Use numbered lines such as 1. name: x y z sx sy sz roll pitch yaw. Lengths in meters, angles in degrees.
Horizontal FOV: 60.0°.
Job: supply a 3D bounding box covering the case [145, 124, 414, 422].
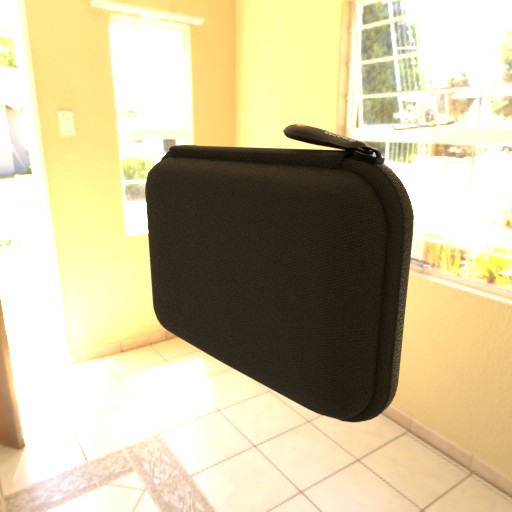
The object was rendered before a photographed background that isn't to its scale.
1. case: 0.000 0.000 0.184 0.038 0.105 0.132 -15 22 -42
